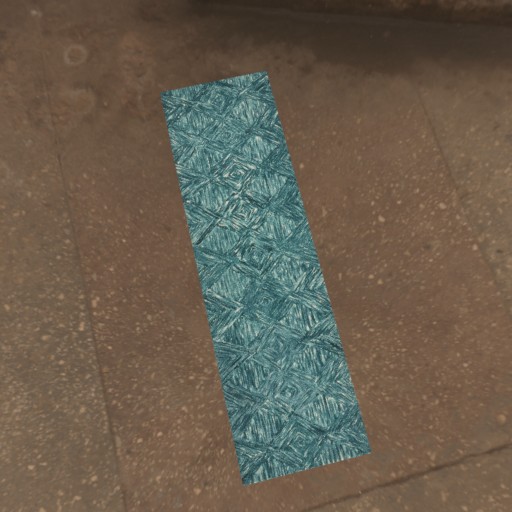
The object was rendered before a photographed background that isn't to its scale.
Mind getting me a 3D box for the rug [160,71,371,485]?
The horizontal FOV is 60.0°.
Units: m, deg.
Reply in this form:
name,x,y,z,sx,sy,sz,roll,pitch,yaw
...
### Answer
name,x,y,z,sx,sy,sz,roll,pitch,yaw
rug,0.000,0.000,2.505,0.676,0.016,2.286,-13,77,-3
